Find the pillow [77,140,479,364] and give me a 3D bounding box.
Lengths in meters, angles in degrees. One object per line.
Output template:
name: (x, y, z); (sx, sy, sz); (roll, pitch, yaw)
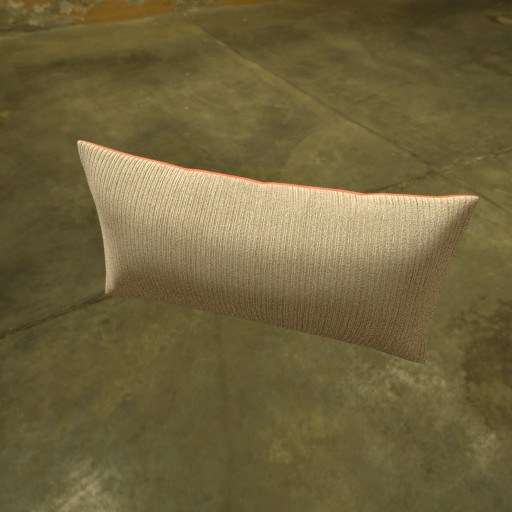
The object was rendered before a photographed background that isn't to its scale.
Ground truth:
pillow: (0.000, 0.000, 0.730); (0.608, 0.307, 0.155); (10, 42, 12)
